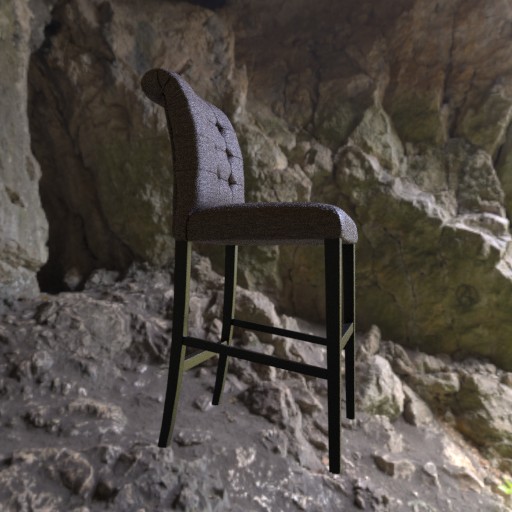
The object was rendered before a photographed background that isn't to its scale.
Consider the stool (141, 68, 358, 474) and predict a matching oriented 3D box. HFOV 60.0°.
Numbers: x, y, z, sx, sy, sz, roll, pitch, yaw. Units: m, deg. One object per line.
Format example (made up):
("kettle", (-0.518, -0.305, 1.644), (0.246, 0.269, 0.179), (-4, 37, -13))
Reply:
("stool", (0.000, 0.000, 1.437), (0.613, 1.131, 0.452), (0, 0, 18))
